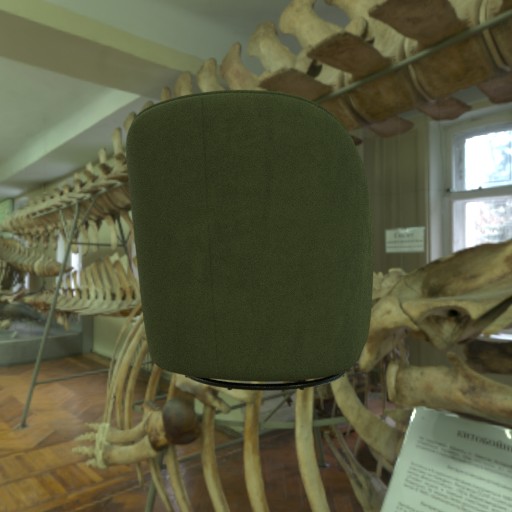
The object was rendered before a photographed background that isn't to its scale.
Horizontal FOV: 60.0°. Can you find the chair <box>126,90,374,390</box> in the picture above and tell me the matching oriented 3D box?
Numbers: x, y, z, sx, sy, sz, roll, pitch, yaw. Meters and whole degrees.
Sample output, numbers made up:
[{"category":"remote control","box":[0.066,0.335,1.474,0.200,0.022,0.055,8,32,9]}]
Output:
[{"category":"chair","box":[0.000,0.000,1.490,0.747,0.799,0.875,0,-1,18]}]
